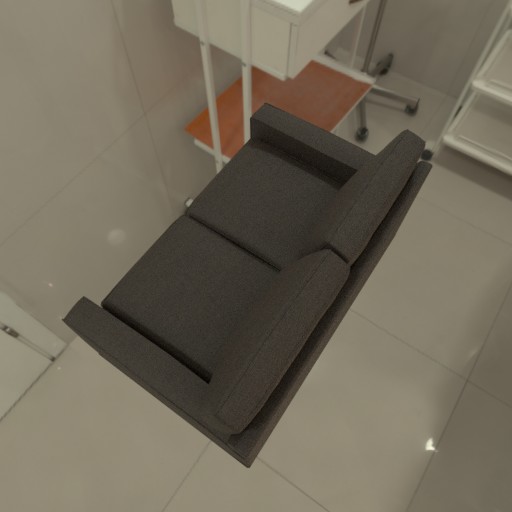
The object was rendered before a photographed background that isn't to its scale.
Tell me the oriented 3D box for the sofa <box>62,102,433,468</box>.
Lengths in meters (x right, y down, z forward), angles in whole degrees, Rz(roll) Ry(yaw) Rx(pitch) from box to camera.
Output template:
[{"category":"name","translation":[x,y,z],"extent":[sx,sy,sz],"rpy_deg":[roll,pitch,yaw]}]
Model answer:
[{"category":"sofa","translation":[0.000,0.000,2.127],"extent":[0.974,0.887,1.534],"rpy_deg":[31,66,15]}]
